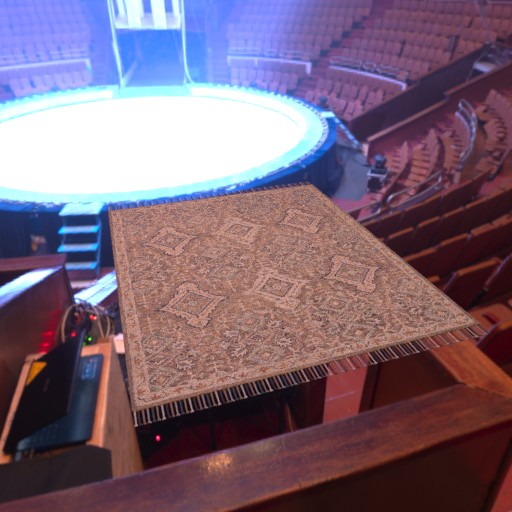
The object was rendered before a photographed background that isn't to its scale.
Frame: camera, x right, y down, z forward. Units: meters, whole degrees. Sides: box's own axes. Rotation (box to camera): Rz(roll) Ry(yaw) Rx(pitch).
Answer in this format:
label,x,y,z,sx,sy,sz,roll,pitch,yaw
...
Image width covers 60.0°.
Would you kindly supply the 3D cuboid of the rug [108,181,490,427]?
label,x,y,z,sx,sy,sz,roll,pitch,yaw
rug,0.000,0.000,3.997,2.437,0.010,3.056,-10,32,-16
